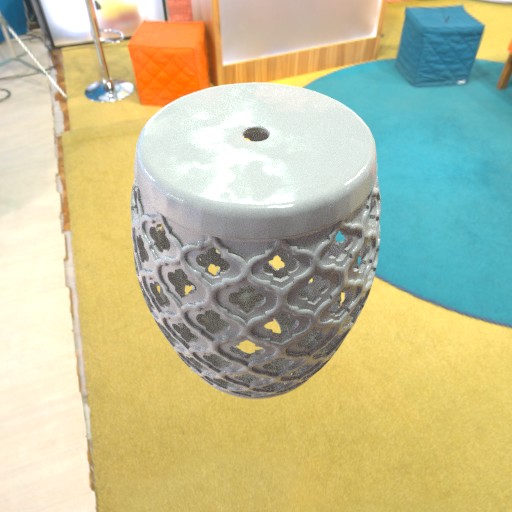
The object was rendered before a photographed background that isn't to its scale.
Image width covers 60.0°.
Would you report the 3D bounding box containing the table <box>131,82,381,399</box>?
[{"bbox_3d":[0.000,0.000,0.625,0.325,0.388,0.325,0,46,0],"label":"table"}]
